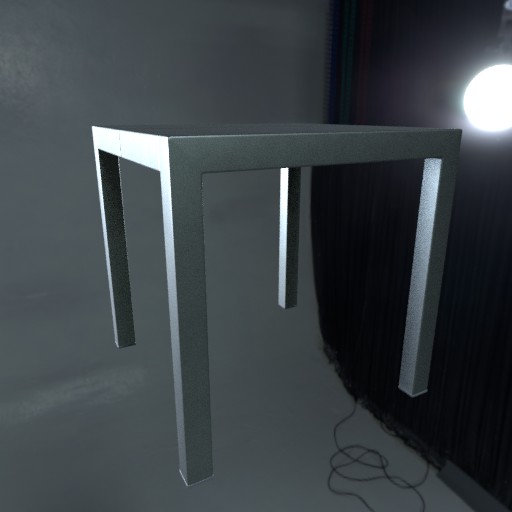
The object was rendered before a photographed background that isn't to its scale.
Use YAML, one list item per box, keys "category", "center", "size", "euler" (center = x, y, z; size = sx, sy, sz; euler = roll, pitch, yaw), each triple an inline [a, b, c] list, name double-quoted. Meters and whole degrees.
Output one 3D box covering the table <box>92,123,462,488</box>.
- category: "table"
  center: [0.000, 0.000, 0.909]
  size: [0.508, 0.508, 0.508]
  euler: [-9, 20, -27]
